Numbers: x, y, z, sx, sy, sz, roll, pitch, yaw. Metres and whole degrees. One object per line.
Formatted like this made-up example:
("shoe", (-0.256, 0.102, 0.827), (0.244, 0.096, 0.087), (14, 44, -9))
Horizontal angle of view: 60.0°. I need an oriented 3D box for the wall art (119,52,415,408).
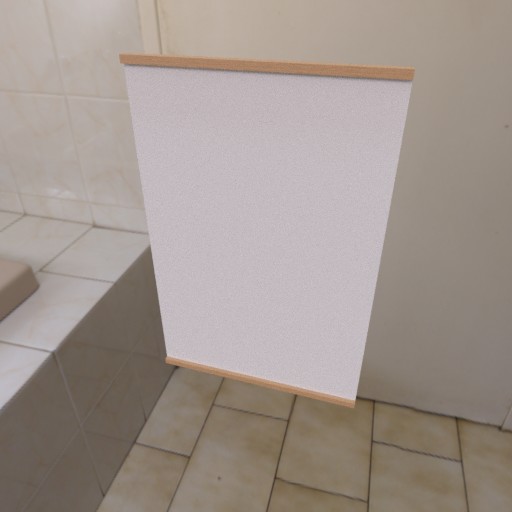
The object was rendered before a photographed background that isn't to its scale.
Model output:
("wall art", (0.000, 0.000, 0.624), (0.335, 0.510, 0.013), (9, 34, 14))
